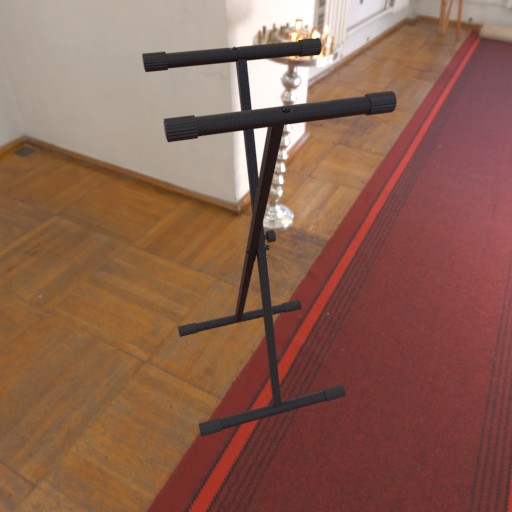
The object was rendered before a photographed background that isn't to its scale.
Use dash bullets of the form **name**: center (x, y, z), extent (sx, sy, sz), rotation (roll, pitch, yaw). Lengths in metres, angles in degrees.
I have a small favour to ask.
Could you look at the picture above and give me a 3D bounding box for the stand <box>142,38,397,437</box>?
- **stand**: center (0.000, 0.000, 1.152), extent (0.449, 0.940, 0.409), rotation (-11, 43, -12)
